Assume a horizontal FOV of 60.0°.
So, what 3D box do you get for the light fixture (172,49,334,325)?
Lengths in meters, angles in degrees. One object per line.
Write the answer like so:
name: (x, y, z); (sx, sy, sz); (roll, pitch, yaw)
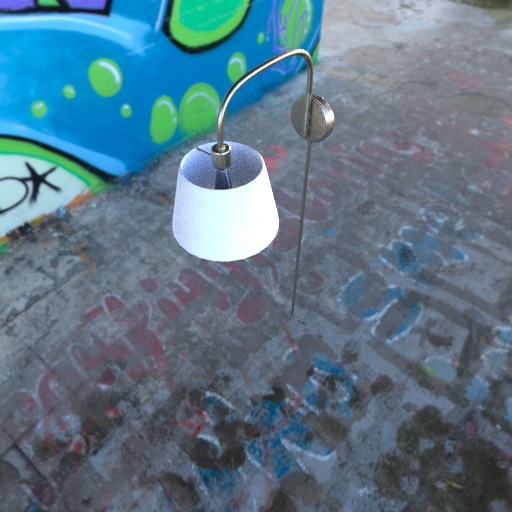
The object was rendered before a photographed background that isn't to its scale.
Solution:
light fixture: (0.000, 0.000, 0.466); (0.092, 0.399, 0.176); (31, 54, 25)
